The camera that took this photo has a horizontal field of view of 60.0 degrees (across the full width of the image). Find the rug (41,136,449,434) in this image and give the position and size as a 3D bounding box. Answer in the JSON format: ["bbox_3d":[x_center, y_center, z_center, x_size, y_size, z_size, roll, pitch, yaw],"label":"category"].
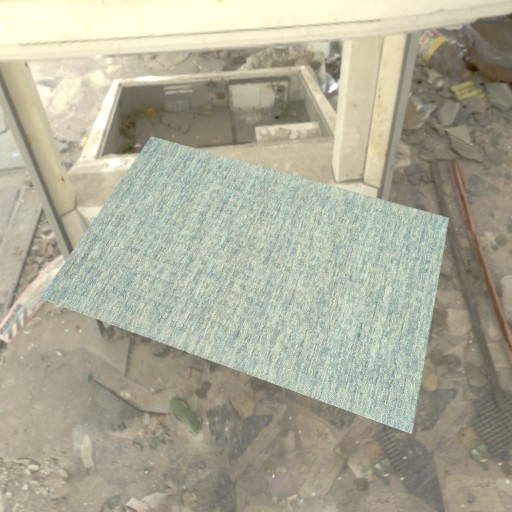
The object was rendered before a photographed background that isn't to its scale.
[{"bbox_3d":[0.000,0.000,2.219,1.752,0.006,1.142,17,60,10],"label":"rug"}]
